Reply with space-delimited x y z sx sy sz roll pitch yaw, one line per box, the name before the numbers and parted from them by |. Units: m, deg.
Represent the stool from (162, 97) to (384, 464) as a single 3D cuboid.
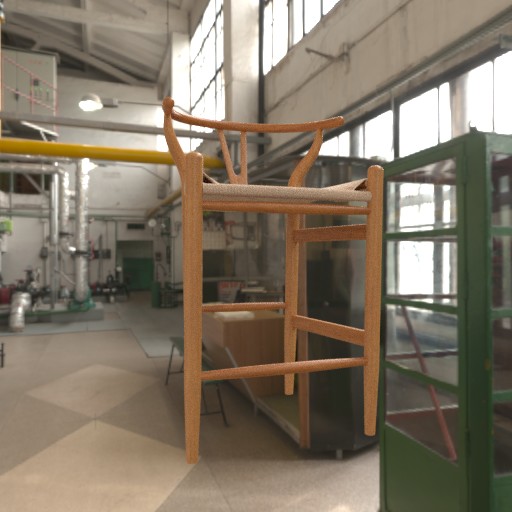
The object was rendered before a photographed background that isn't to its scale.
stool | 0.000 0.000 1.360 0.569 0.970 0.579 0 1 -19
